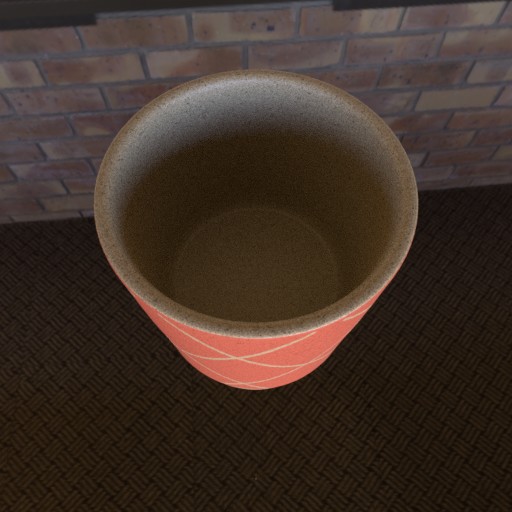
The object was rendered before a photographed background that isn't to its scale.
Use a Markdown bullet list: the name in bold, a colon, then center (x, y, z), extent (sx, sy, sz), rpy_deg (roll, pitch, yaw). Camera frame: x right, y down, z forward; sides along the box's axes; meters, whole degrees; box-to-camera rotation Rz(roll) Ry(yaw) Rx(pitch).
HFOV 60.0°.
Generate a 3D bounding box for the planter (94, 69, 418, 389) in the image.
- **planter**: center (0.000, 0.000, 0.417), extent (0.227, 0.235, 0.227), rpy_deg (0, 63, 0)
